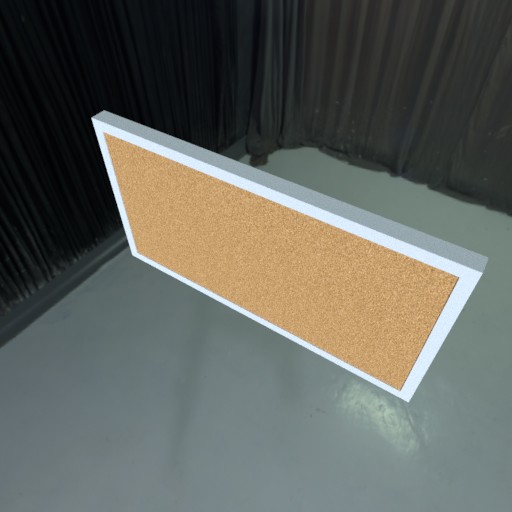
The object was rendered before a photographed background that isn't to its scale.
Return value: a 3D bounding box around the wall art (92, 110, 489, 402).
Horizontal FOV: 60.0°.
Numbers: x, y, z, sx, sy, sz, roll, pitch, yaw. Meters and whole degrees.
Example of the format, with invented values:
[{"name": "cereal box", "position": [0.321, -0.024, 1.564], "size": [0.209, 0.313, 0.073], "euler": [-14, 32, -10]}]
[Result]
[{"name": "wall art", "position": [0.000, 0.000, 0.967], "size": [0.812, 0.431, 0.038], "euler": [25, 52, 22]}]
